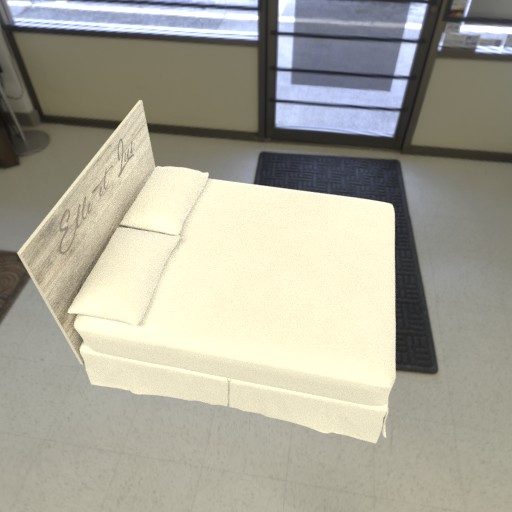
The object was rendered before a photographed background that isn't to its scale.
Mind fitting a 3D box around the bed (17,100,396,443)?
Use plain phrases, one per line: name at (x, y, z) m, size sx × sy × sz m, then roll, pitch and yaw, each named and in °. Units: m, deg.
bed at (0.000, 0.000, 3.123) m, size 2.094 × 1.335 × 1.745 m, roll 9°, pitch 48°, yaw 8°
